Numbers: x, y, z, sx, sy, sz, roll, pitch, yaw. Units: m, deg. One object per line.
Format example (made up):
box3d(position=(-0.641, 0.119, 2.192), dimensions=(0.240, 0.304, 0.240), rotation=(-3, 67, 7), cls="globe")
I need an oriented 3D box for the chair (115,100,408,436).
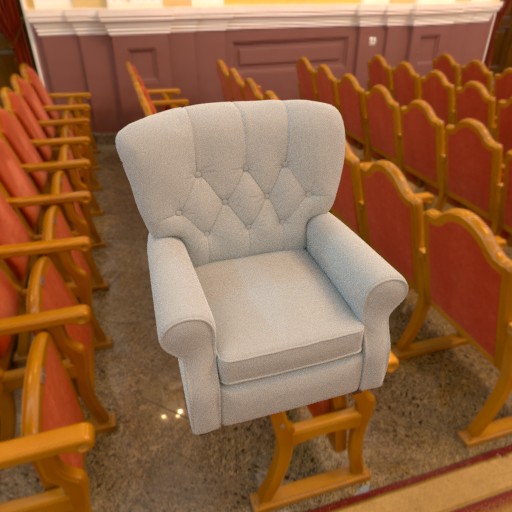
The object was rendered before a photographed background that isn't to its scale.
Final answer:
box3d(position=(0.000, 0.000, 2.094), dimensions=(1.090, 1.217, 1.128), rotation=(-10, 34, -15), cls="chair")
